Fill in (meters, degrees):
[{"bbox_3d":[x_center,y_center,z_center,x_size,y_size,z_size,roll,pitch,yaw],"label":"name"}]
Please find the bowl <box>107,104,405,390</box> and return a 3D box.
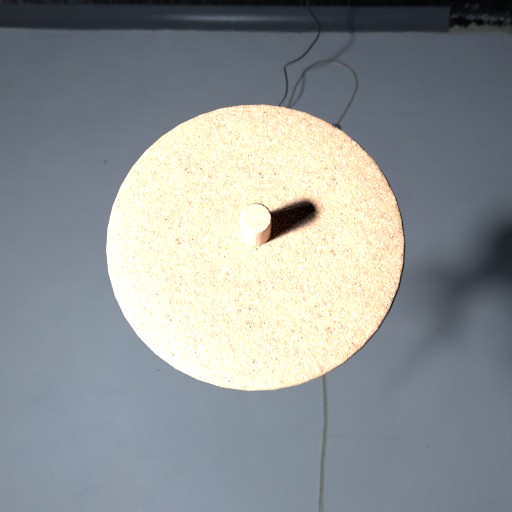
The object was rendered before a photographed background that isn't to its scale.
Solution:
[{"bbox_3d":[0.000,0.000,0.220,0.126,0.110,0.126,0,75,0],"label":"bowl"}]
